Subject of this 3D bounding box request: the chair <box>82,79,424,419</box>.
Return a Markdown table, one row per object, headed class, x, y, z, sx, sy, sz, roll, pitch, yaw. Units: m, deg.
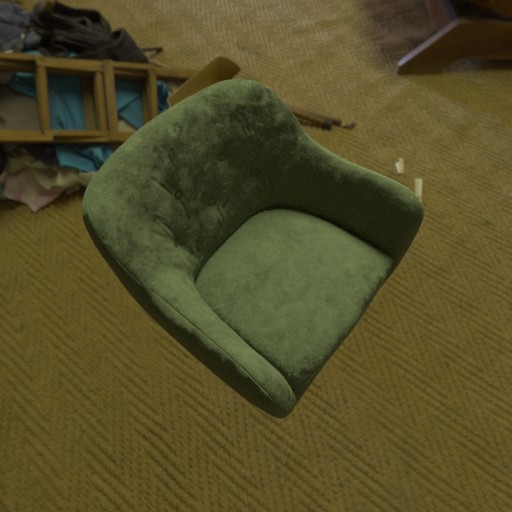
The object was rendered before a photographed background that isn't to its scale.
| class | x | y | z | sx | sy | sz | roll | pitch | yaw |
| --- | --- | --- | --- | --- | --- | --- | --- | --- | --- |
| chair | 0.000 | 0.000 | 1.542 | 0.819 | 0.804 | 0.840 | 34 | 63 | 20 |
